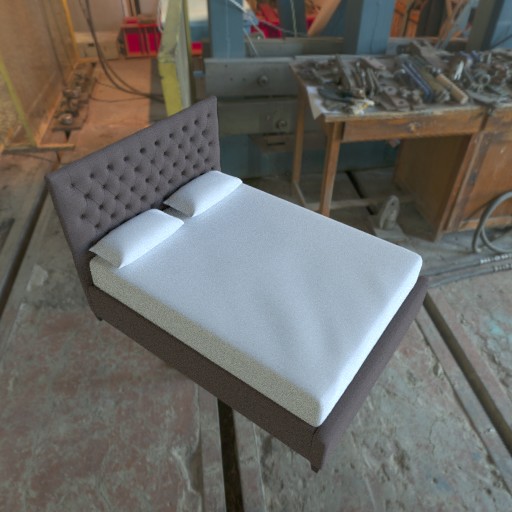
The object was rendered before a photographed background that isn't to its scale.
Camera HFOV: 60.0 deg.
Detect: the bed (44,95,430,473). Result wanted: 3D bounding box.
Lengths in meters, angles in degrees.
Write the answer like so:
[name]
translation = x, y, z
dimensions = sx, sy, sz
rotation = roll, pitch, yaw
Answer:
[bed]
translation = 0.000, 0.000, 3.337
dimensions = 2.233, 1.426, 1.696
rotation = 26, 47, 27
